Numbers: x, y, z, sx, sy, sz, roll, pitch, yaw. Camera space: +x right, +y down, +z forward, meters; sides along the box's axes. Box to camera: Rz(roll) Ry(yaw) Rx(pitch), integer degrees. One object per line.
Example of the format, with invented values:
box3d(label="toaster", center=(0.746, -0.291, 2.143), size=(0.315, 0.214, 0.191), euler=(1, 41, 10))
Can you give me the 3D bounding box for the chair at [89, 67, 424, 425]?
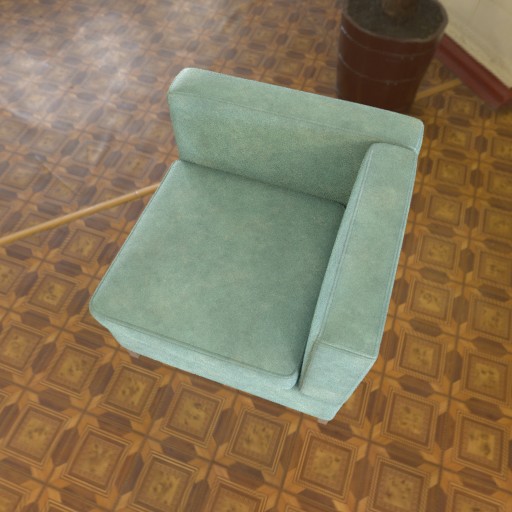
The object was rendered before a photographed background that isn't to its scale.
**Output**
box3d(label="chair", center=(0.000, 0.000, 1.258), size=(0.691, 0.660, 0.684), euler=(16, 60, 10))
